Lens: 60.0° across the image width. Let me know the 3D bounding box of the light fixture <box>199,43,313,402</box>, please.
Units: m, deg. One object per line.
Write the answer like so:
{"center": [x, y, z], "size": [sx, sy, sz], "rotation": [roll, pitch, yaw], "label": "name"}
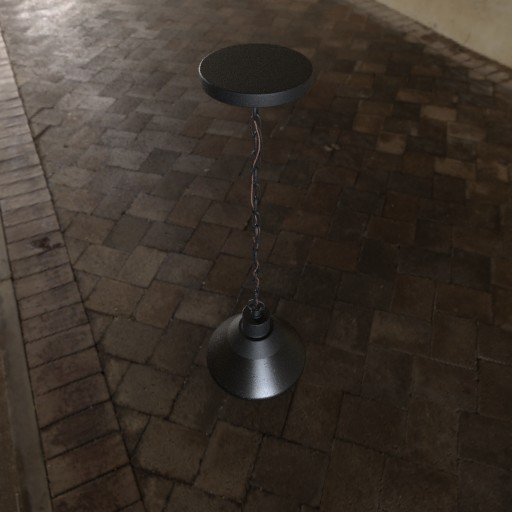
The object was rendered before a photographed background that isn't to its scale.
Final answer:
{"center": [0.000, 0.000, 0.682], "size": [0.201, 0.588, 0.201], "rotation": [4, 47, 4], "label": "light fixture"}
